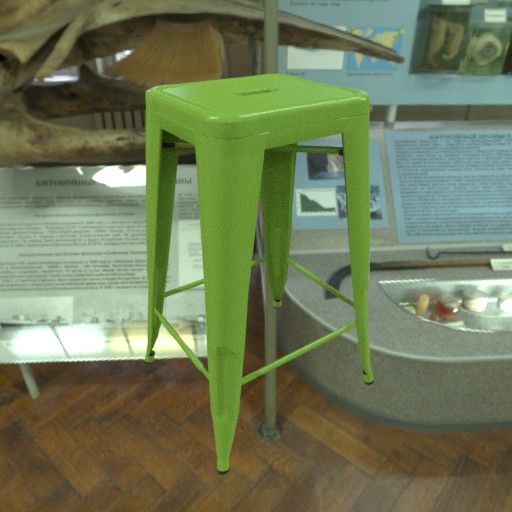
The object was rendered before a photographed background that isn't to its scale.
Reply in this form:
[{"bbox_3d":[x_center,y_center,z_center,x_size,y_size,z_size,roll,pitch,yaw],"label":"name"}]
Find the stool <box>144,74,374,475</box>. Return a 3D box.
[{"bbox_3d":[0.000,0.000,0.854,0.398,0.609,0.358,-19,36,-29],"label":"stool"}]
